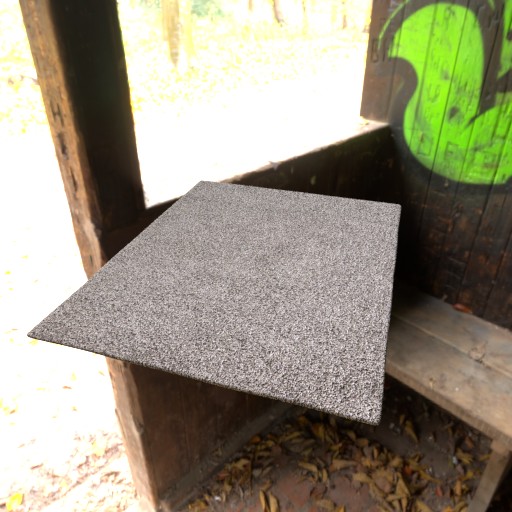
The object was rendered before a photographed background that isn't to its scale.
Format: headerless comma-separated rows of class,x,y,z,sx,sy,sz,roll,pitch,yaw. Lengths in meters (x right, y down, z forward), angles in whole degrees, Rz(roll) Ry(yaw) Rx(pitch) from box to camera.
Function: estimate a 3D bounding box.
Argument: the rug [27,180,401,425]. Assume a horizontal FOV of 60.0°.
rug,0.000,0.000,4.033,2.438,0.029,3.047,10,33,15
